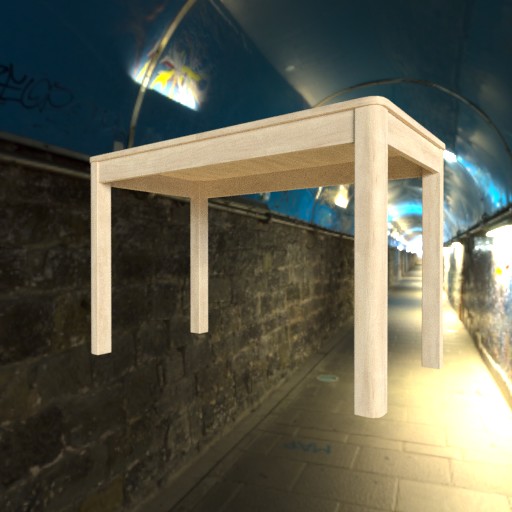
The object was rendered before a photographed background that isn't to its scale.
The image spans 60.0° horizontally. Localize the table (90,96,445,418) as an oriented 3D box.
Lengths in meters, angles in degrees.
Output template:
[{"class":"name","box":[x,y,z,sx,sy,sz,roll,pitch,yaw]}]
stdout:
[{"class":"table","box":[0.000,0.000,1.932,1.400,0.900,0.750,0,1,36]}]
